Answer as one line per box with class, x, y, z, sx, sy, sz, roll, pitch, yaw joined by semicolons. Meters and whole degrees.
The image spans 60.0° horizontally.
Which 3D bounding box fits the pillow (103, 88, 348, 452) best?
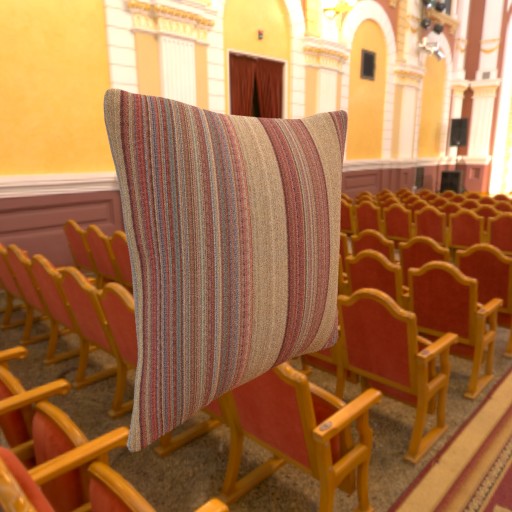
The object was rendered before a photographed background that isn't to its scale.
pillow;0.000;0.000;0.633;0.136;0.419;0.437;13;19;42
